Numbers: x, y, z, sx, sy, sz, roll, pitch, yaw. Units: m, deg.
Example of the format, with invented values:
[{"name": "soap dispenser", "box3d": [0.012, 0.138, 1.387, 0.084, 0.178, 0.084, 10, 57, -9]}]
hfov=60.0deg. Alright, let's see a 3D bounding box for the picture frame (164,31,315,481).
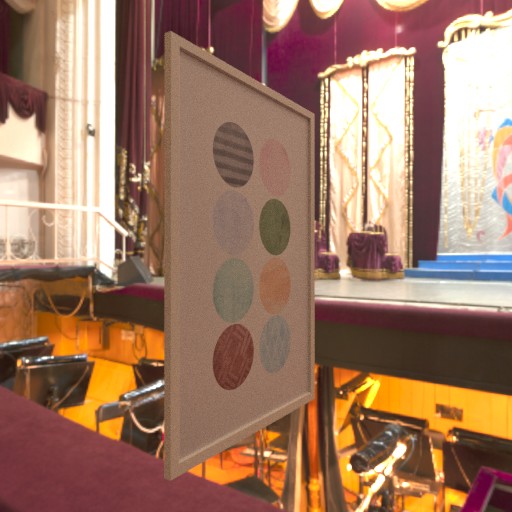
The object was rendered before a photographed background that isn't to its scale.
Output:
[{"name": "picture frame", "box3d": [0.000, 0.000, 0.839, 0.013, 0.657, 0.457, 0, 0, 35]}]
